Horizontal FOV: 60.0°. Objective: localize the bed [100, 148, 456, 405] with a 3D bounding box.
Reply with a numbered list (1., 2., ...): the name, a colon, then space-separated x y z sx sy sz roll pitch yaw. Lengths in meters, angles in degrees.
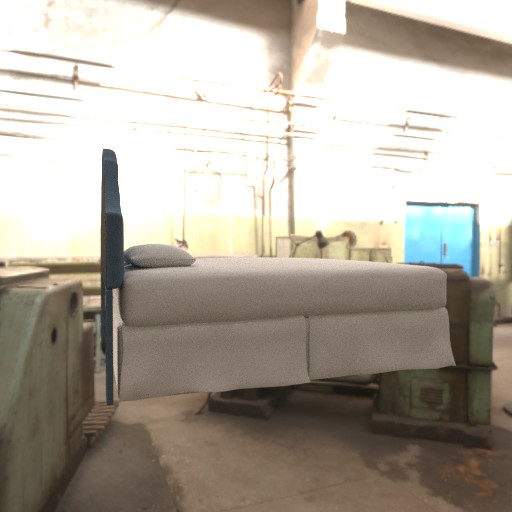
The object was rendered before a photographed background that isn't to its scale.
1. bed: 0.000 0.000 3.782 2.477 1.617 2.039 0 1 -20
